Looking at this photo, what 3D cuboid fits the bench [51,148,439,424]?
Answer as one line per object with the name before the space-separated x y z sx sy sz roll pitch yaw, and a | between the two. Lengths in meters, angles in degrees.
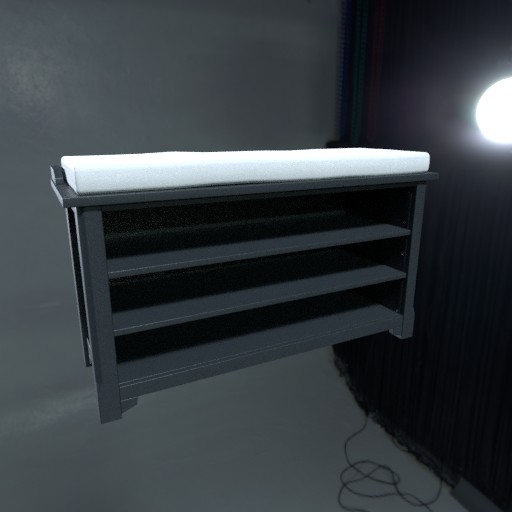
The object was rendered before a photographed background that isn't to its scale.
bench | 0.000 0.000 1.232 0.973 0.561 0.345 -8 18 -26
